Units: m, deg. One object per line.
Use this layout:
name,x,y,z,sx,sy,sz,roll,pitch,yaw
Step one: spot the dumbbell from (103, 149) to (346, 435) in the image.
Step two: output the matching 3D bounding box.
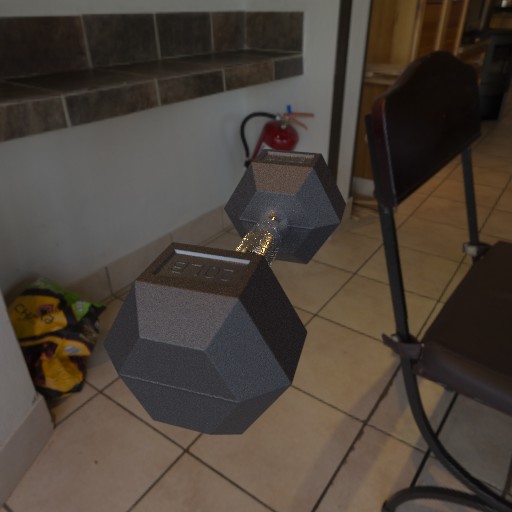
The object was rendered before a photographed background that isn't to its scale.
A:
dumbbell,0.000,0.000,0.328,0.106,0.092,0.272,8,31,14
